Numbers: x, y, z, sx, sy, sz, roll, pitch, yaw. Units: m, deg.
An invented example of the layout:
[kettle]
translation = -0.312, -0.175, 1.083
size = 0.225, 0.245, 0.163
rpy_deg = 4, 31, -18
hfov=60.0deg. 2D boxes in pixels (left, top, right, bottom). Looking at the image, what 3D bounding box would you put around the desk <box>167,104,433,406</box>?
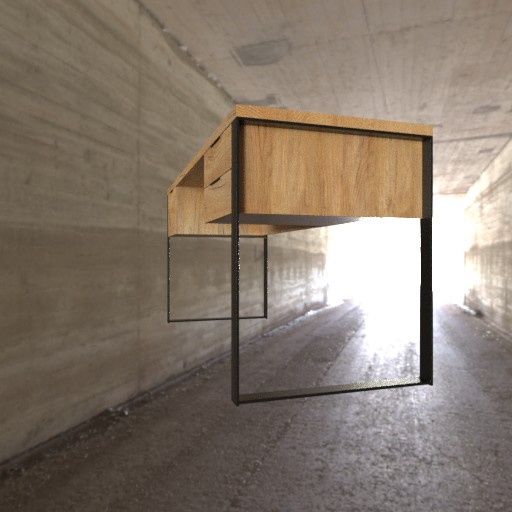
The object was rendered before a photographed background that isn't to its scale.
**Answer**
[desk]
translation = 0.000, 0.000, 1.927
size = 0.600, 0.760, 1.520
rpy_deg = 0, 0, -18
